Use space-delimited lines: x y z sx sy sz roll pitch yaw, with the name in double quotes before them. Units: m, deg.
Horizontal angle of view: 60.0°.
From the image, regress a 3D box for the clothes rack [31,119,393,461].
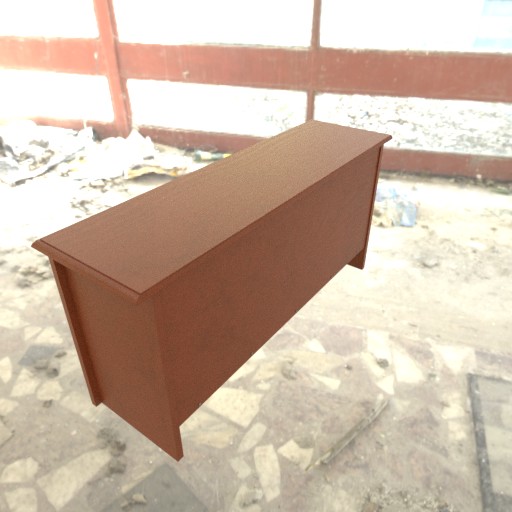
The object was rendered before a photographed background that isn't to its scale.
"clothes rack" 0.000 0.000 1.504 0.362 0.594 1.251 22 39 30
